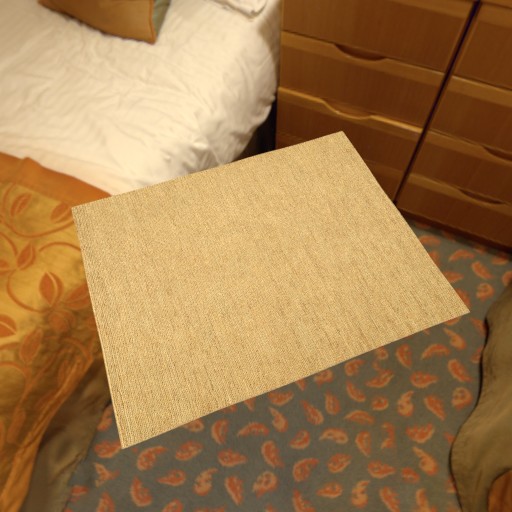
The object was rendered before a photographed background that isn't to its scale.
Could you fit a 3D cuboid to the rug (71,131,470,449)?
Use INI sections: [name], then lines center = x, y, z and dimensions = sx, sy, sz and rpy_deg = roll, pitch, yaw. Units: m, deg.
[rug]
center = 0.000, 0.000, 4.130
dimensions = 3.034, 0.012, 2.406
rpy_deg = -18, 60, -11
